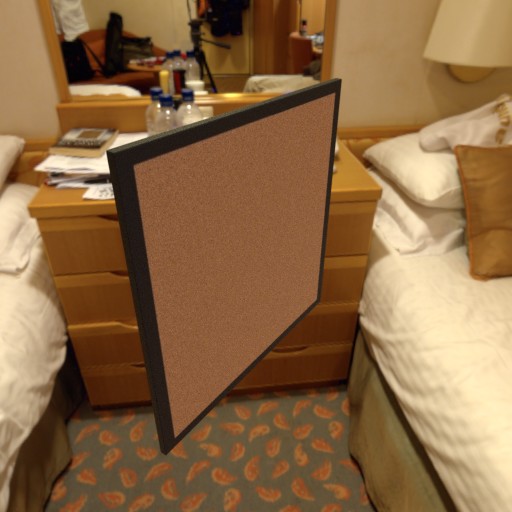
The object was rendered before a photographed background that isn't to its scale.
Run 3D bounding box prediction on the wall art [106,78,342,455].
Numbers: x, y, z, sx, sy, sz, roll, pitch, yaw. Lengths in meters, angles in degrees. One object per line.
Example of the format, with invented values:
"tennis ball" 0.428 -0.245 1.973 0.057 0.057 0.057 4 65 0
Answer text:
"wall art" 0.000 0.000 0.993 0.016 0.659 0.663 21 37 30
